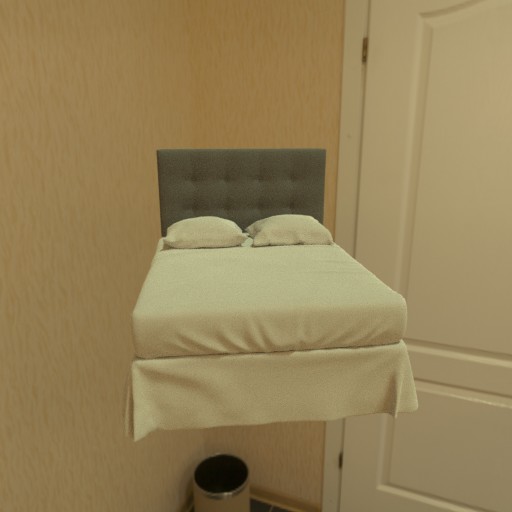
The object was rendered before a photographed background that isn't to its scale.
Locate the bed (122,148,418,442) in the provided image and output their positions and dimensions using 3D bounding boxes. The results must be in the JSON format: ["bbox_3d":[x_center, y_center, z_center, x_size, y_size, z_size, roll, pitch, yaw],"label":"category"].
[{"bbox_3d":[0.000,0.000,3.493,1.936,1.577,2.222,-2,16,-7],"label":"bed"}]
